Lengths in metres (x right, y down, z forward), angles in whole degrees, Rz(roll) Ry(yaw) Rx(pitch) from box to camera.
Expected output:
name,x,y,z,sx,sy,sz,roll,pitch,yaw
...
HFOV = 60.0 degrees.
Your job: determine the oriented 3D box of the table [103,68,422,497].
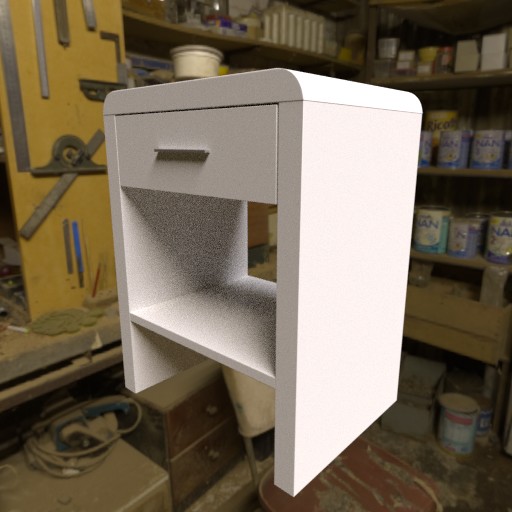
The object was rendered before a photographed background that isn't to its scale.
name,x,y,z,sx,sy,sz,roll,pitch,yaw
table,0.000,0.000,0.841,0.450,0.590,0.350,13,19,41
